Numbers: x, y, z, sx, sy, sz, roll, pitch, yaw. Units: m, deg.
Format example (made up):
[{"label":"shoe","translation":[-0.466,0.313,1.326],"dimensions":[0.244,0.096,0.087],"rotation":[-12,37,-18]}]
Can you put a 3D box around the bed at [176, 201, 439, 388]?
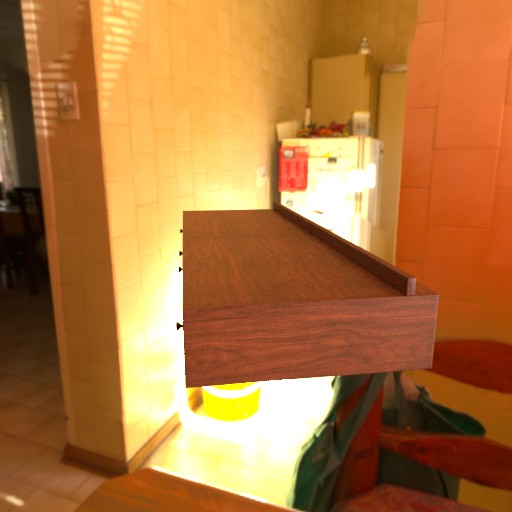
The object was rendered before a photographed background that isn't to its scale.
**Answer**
[{"label":"bed","translation":[0.000,0.000,2.286],"dimensions":[0.787,0.326,2.057],"rotation":[-2,14,-9]}]
